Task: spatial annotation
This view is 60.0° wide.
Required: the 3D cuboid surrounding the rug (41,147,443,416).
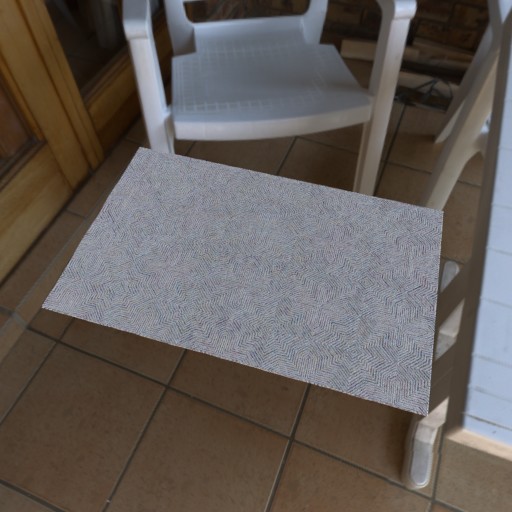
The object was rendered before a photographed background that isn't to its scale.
[{"bbox_3d":[0.000,0.000,3.046,2.428,0.007,1.519,14,58,9],"label":"rug"}]
